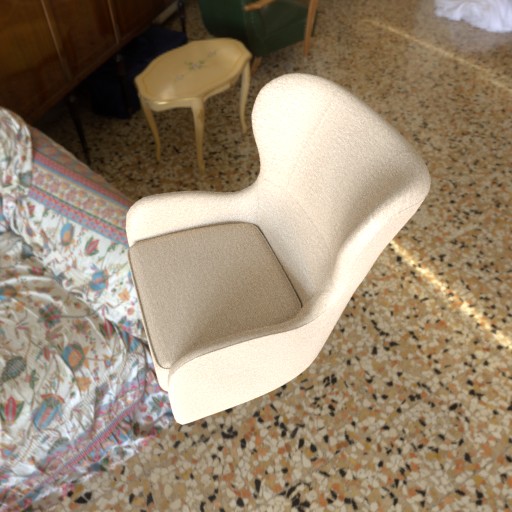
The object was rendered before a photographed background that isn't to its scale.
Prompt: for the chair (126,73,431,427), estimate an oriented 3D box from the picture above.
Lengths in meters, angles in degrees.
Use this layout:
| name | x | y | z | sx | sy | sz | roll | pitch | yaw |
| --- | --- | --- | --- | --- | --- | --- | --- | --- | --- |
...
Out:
| name | x | y | z | sx | sy | sz | roll | pitch | yaw |
| --- | --- | --- | --- | --- | --- | --- | --- | --- | --- |
| chair | 0.000 | 0.000 | 1.770 | 0.984 | 1.064 | 0.861 | -16 | 49 | -14 |
